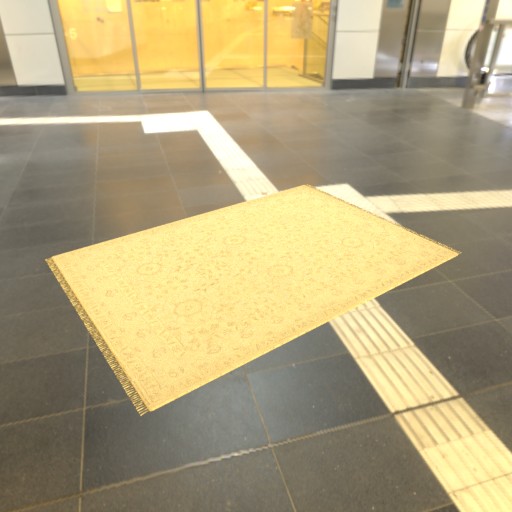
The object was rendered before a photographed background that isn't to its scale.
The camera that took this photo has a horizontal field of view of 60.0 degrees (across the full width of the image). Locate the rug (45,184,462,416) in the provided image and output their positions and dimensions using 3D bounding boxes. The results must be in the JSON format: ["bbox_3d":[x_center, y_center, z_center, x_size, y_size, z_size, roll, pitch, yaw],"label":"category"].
[{"bbox_3d":[0.000,0.000,2.864,2.233,0.011,1.514,-20,36,-30],"label":"rug"}]
